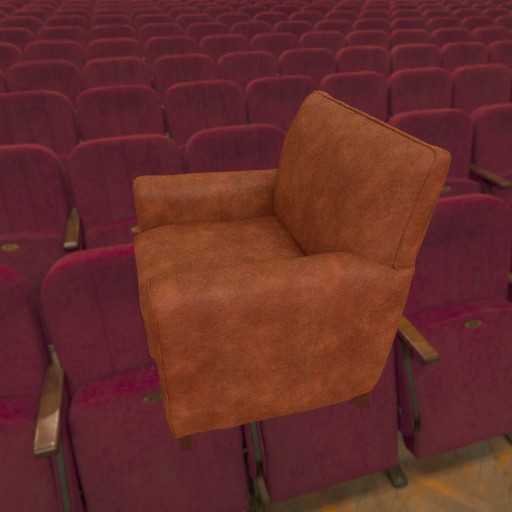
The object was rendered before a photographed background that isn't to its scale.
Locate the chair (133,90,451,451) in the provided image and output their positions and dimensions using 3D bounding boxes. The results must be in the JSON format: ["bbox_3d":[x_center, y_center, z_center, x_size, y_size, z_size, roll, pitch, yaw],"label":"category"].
[{"bbox_3d":[0.000,0.000,1.567,0.823,0.943,0.870,-8,32,-14],"label":"chair"}]
